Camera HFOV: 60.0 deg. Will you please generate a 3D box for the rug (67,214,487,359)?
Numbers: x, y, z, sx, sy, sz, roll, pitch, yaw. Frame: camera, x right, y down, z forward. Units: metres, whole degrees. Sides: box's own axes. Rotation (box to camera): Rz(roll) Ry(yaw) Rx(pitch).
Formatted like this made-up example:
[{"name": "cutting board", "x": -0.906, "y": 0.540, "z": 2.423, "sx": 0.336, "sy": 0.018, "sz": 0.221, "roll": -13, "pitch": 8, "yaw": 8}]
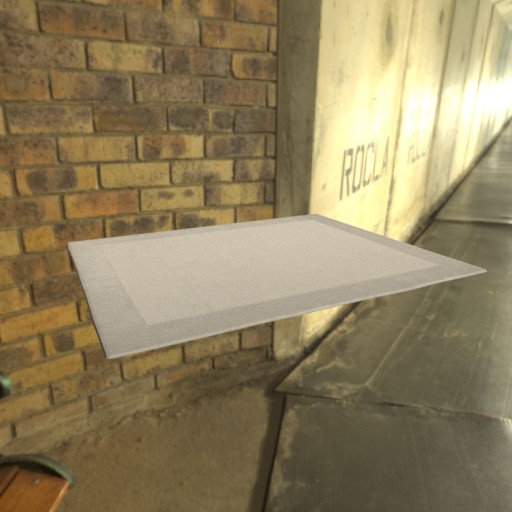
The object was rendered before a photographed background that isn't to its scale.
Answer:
[{"name": "rug", "x": 0.000, "y": 0.000, "z": 3.960, "sx": 2.976, "sy": 0.018, "sz": 2.430, "roll": -9, "pitch": 20, "yaw": -26}]
